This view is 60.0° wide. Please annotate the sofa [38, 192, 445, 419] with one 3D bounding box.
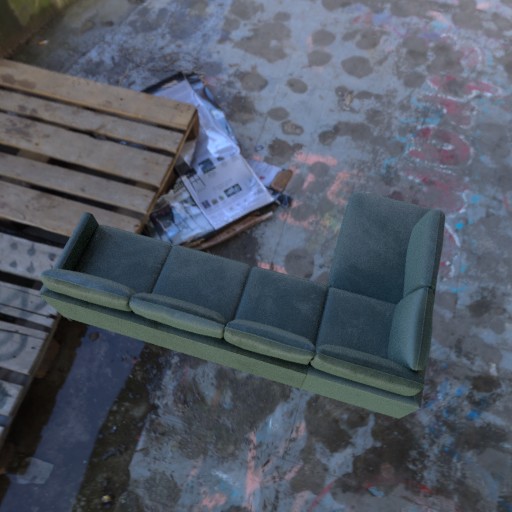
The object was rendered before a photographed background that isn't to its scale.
[{"bbox_3d":[0.000,0.000,4.315,3.384,0.996,2.048,15,64,7],"label":"sofa"}]
